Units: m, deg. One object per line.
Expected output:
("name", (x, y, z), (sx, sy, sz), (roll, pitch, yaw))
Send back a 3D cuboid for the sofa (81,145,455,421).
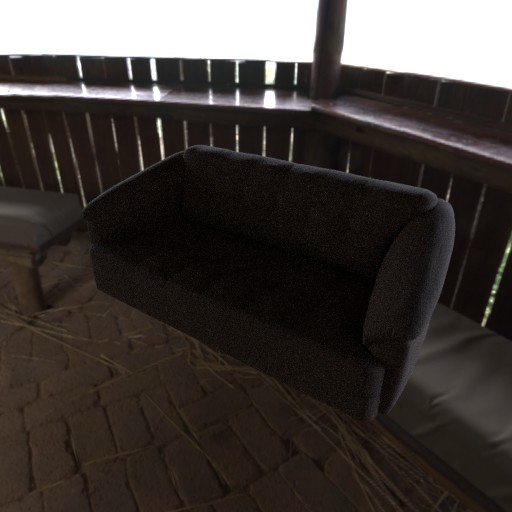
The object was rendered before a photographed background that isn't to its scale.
("sofa", (0.000, 0.000, 2.265), (1.849, 0.790, 0.887), (19, 34, 31))
